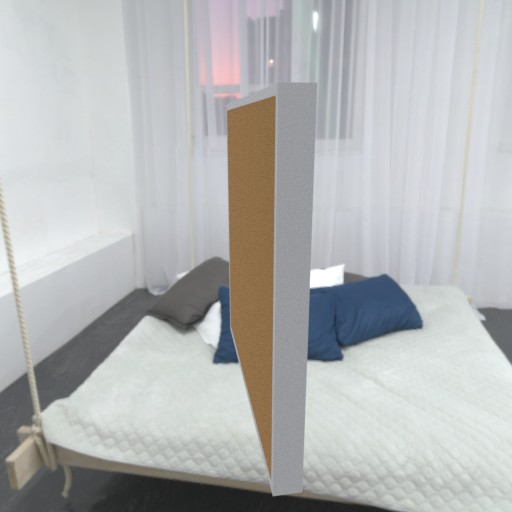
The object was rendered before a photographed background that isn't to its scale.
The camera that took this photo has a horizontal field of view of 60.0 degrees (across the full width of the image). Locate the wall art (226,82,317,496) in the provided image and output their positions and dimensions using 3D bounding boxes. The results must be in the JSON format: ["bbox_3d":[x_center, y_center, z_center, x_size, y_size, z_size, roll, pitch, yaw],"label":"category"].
[{"bbox_3d":[0.000,0.000,0.755,0.040,0.509,0.509,-3,17,-9],"label":"wall art"}]
